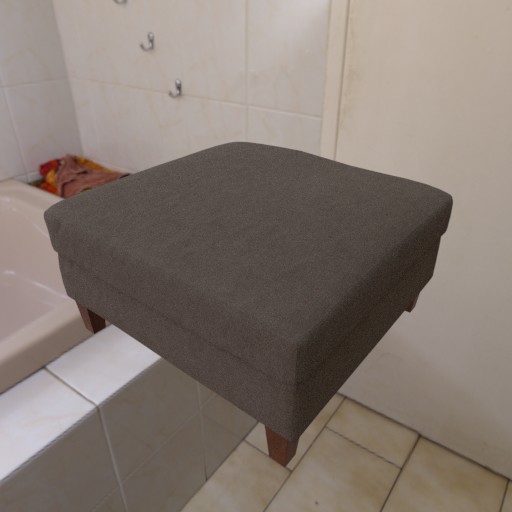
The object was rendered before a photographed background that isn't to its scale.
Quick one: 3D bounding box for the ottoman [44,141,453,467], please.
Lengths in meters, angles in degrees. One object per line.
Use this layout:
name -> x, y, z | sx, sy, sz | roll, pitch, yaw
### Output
ottoman -> 0.000, 0.000, 1.376 | 0.881, 0.482, 0.861 | 22, 37, 33
